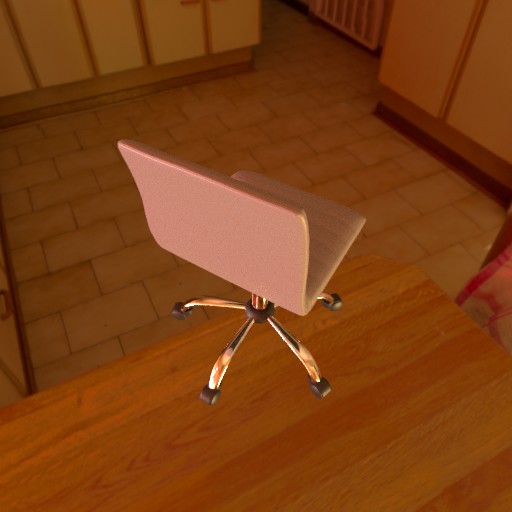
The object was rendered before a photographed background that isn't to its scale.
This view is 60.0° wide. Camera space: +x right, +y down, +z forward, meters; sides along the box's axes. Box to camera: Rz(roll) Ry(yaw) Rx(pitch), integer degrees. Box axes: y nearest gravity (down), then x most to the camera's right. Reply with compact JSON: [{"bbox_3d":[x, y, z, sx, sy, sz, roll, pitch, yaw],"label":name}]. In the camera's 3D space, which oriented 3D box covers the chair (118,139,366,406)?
[{"bbox_3d":[0.000,0.000,1.137,0.569,0.750,0.542,24,51,21],"label":"chair"}]
